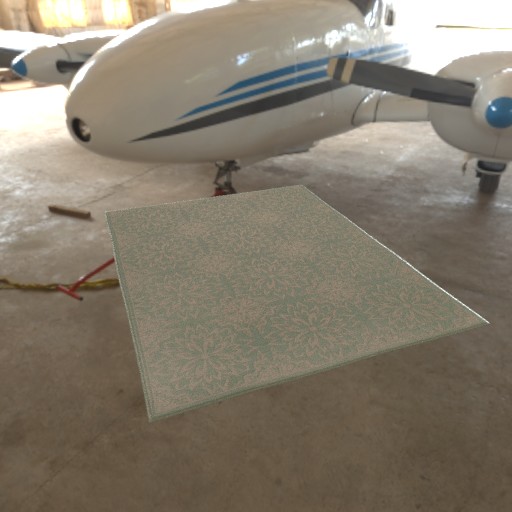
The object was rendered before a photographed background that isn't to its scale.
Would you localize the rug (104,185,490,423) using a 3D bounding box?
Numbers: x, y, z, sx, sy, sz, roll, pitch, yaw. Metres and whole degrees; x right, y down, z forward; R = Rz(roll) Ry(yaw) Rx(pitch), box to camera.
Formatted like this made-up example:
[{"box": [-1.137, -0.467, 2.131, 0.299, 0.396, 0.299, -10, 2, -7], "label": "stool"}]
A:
[{"box": [0.000, 0.000, 3.939, 2.363, 0.012, 2.980, -11, 31, -18], "label": "rug"}]
